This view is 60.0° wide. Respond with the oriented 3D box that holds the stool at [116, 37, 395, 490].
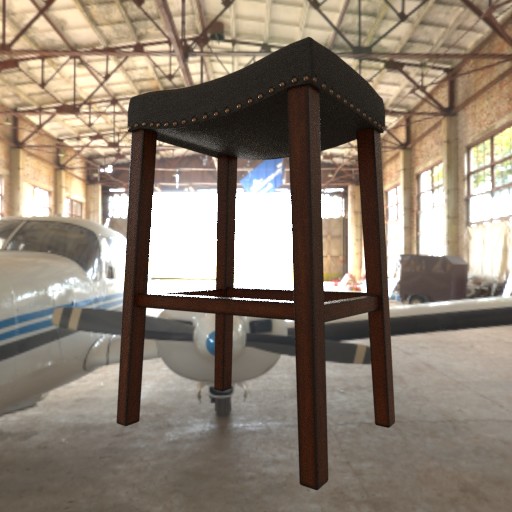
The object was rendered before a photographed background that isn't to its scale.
[{"bbox_3d":[0.000,0.000,0.994,0.502,0.748,0.366,-1,-1,36],"label":"stool"}]
